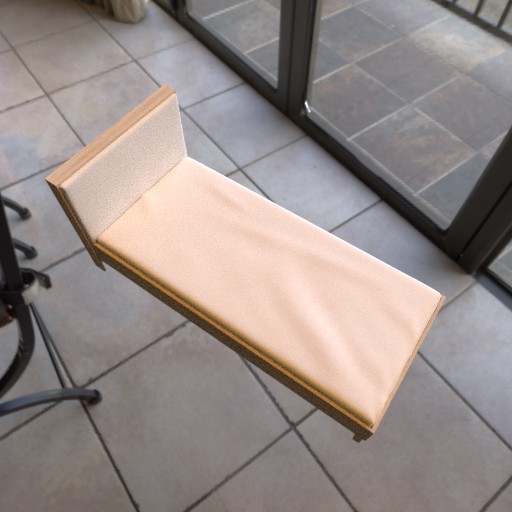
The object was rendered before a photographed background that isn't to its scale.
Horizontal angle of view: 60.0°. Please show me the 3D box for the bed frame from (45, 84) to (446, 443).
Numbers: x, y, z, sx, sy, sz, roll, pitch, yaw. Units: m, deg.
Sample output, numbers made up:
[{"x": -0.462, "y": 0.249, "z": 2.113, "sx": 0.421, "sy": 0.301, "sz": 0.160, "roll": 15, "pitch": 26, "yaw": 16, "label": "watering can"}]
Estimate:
[{"x": 0.000, "y": 0.000, "z": 2.708, "sx": 2.140, "sy": 0.920, "sz": 0.990, "roll": 31, "pitch": 63, "yaw": 18, "label": "bed frame"}]
